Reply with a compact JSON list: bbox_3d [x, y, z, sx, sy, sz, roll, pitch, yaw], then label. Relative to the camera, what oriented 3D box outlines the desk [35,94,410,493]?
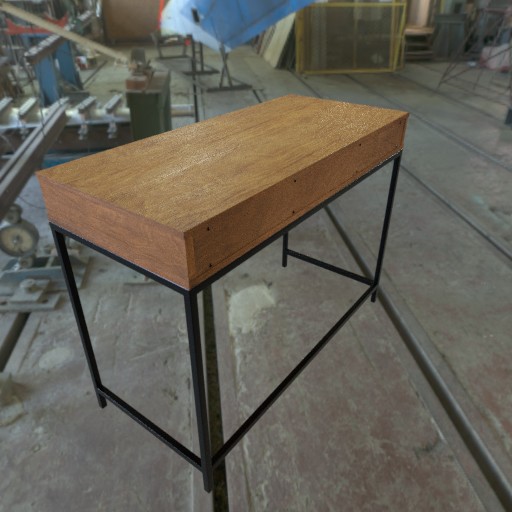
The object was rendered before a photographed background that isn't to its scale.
[{"bbox_3d":[0.000,0.000,1.400,0.470,0.762,1.016,22,38,31],"label":"desk"}]
